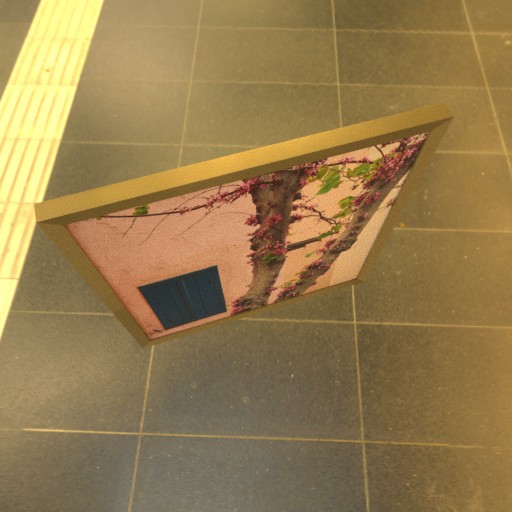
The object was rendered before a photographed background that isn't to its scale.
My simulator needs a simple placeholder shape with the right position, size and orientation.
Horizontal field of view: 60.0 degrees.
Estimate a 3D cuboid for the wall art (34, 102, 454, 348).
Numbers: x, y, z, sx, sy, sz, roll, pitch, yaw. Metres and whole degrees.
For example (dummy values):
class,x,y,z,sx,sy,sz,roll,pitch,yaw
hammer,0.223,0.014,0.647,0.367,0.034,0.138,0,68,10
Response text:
class,x,y,z,sx,sy,sz,roll,pitch,yaw
wall art,0.000,0.000,1.120,0.762,0.762,0.038,-16,64,-8
